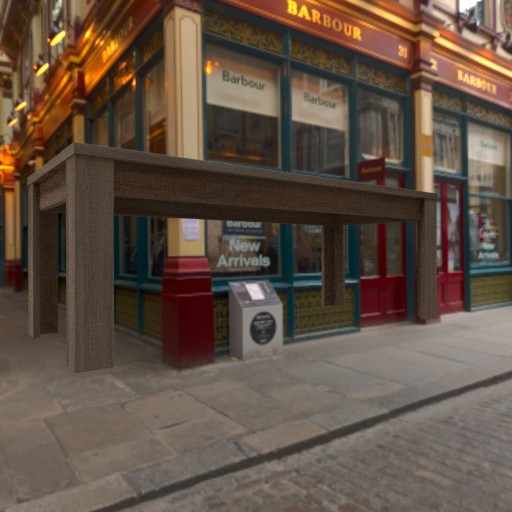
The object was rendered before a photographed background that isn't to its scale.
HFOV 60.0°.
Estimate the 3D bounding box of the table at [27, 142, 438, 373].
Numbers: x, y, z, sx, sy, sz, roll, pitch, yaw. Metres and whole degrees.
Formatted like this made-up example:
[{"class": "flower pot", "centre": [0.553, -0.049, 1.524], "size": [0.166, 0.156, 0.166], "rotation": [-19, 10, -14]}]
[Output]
[{"class": "table", "centre": [0.000, 0.000, 2.527], "size": [2.200, 0.790, 0.900], "rotation": [0, 0, -36]}]
